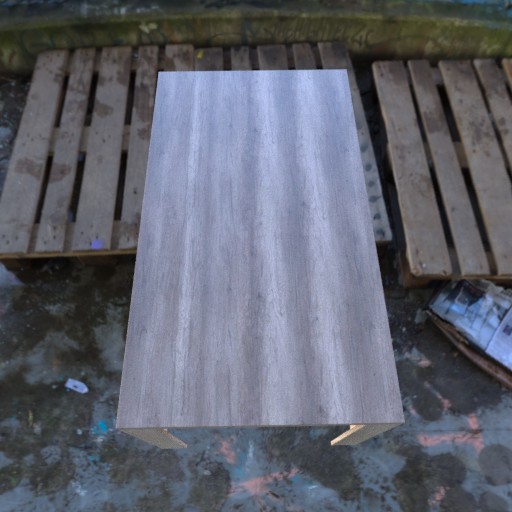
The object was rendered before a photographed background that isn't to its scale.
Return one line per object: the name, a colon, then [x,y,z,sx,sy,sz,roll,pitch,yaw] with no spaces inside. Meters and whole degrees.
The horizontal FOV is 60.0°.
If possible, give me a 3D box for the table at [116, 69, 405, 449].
table: [0.000,0.000,2.094,0.900,0.775,1.600,-1,62,-1]
